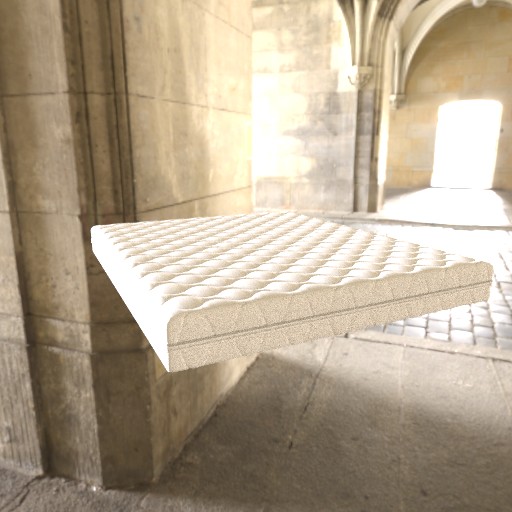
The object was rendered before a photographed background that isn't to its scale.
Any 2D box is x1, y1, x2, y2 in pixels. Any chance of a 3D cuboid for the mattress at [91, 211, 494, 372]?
[{"bbox_3d":[0.000,0.000,2.592,1.600,0.200,1.900,-7,16,-26],"label":"mattress"}]
